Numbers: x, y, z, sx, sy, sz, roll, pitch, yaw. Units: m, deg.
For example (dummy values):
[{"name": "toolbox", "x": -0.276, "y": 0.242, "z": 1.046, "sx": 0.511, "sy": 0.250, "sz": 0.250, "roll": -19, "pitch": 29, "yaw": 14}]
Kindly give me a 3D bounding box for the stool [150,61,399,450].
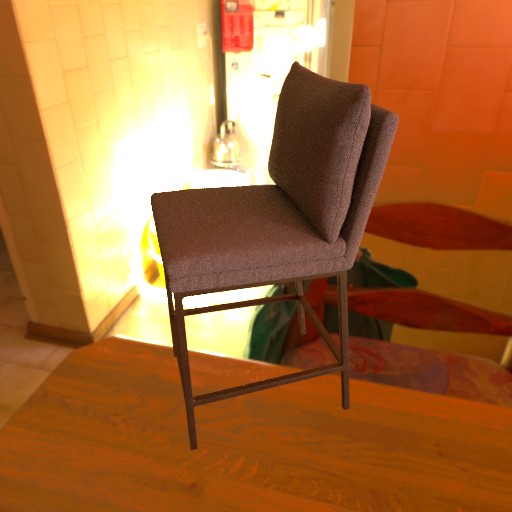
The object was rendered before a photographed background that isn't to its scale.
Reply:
[{"name": "stool", "x": 0.000, "y": 0.000, "z": 1.337, "sx": 0.569, "sy": 1.031, "sz": 0.463, "roll": -8, "pitch": 31, "yaw": -14}]
